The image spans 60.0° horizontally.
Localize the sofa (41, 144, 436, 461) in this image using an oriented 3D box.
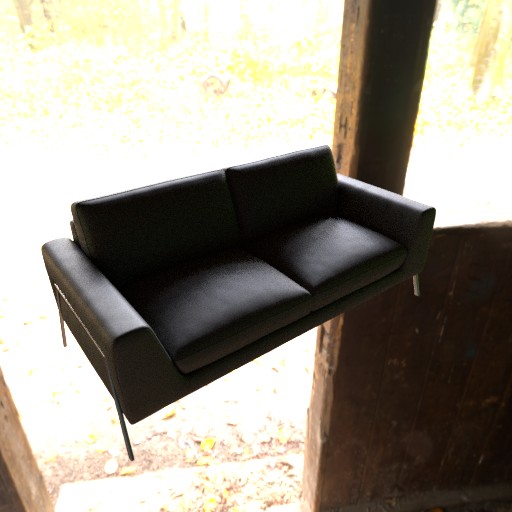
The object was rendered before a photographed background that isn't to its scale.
[{"bbox_3d":[0.000,0.000,2.490,2.017,0.875,0.953,-20,35,-32],"label":"sofa"}]
